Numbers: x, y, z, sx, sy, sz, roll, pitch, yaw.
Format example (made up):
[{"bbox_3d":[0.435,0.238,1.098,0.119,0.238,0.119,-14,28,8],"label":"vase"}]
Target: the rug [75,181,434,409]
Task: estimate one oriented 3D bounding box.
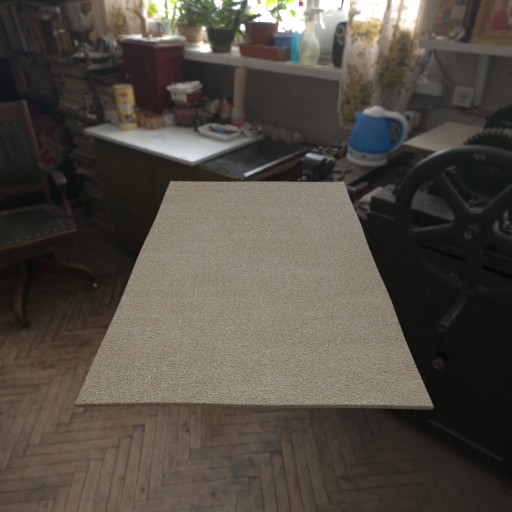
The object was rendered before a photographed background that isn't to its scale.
[{"bbox_3d":[0.000,0.000,2.842,1.500,0.025,2.346,0,33,0],"label":"rug"}]
